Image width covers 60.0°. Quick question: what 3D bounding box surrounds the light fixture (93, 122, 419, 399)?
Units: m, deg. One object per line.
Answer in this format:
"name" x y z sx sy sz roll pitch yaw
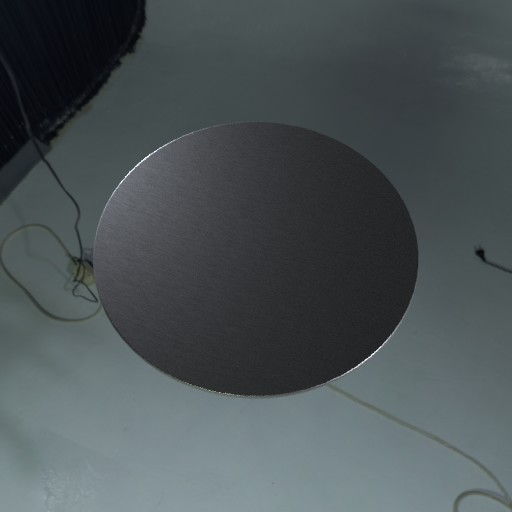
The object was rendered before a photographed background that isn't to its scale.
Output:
"light fixture" 0.000 0.000 0.549 0.368 0.100 0.368 0 59 0
